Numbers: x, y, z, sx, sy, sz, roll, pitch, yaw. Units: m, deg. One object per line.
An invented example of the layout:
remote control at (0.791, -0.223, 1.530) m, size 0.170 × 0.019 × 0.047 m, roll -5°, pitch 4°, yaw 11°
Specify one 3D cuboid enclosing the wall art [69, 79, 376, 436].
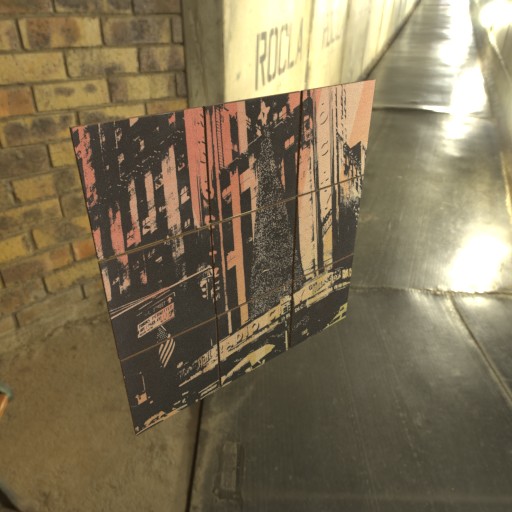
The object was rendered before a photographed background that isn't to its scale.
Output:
wall art at (0.000, 0.000, 1.341) m, size 0.919 × 0.917 × 0.010 m, roll -22°, pitch 37°, yaw -32°
